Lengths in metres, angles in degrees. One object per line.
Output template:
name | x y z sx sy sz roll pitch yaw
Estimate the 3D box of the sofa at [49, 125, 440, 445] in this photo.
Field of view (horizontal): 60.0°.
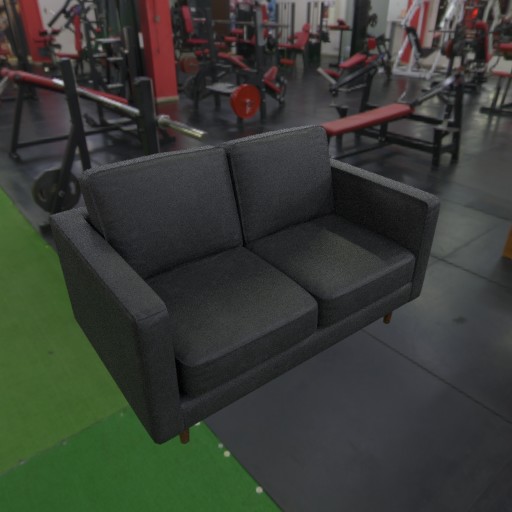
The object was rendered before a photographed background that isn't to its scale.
sofa | 0.000 0.000 1.960 1.430 0.899 0.879 -21 36 -31
